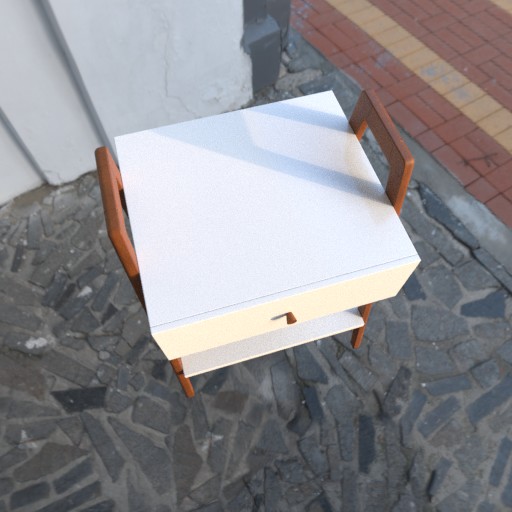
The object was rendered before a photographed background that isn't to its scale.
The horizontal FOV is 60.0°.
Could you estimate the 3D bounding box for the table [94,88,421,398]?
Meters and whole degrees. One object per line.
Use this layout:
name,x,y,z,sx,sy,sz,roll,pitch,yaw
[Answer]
table,0.000,0.000,0.921,0.457,0.610,0.405,-15,63,-8
